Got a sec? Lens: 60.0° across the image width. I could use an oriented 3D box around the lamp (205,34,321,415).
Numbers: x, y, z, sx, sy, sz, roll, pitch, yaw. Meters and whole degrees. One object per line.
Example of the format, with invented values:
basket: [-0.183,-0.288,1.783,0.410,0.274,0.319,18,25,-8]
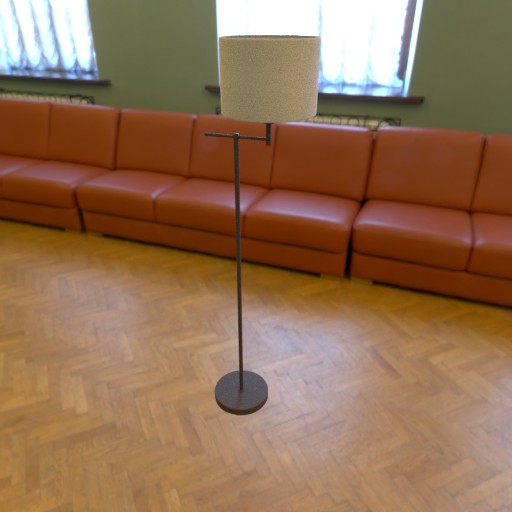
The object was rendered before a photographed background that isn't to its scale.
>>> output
lamp: [0.000,0.000,1.800,0.416,1.600,0.324,9,30,17]
